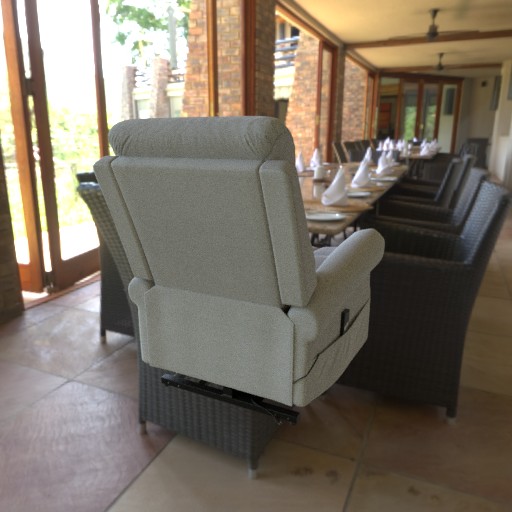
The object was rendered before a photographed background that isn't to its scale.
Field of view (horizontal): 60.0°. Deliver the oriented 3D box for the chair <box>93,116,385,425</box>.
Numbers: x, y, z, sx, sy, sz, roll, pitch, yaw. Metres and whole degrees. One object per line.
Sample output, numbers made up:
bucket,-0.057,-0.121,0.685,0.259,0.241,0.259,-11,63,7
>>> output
chair,0.000,0.000,1.767,0.871,1.031,0.979,8,17,26
